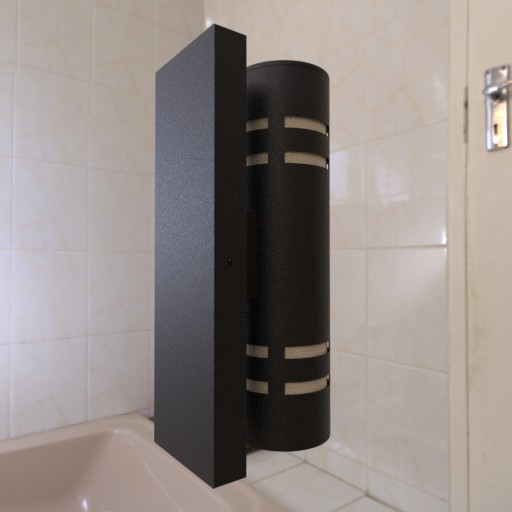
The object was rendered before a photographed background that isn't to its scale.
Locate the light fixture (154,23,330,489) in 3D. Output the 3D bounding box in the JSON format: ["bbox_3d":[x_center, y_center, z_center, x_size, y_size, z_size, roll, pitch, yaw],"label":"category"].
[{"bbox_3d":[0.000,0.000,0.399,0.149,0.330,0.105,1,-1,-36],"label":"light fixture"}]
